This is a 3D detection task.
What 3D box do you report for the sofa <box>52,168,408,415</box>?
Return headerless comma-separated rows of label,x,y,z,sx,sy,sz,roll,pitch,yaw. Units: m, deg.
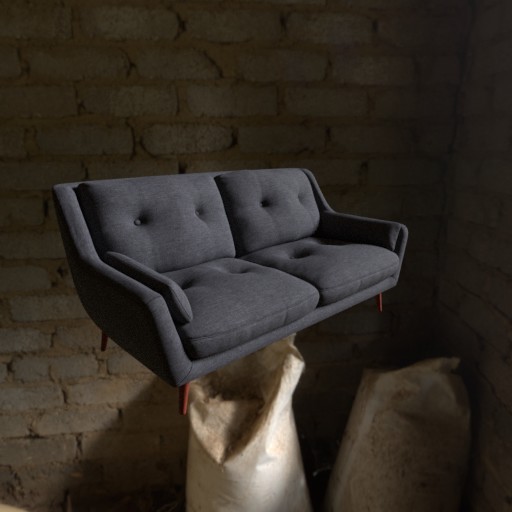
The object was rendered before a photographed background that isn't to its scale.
sofa,0.000,0.000,2.477,0.975,0.896,1.929,14,20,43
